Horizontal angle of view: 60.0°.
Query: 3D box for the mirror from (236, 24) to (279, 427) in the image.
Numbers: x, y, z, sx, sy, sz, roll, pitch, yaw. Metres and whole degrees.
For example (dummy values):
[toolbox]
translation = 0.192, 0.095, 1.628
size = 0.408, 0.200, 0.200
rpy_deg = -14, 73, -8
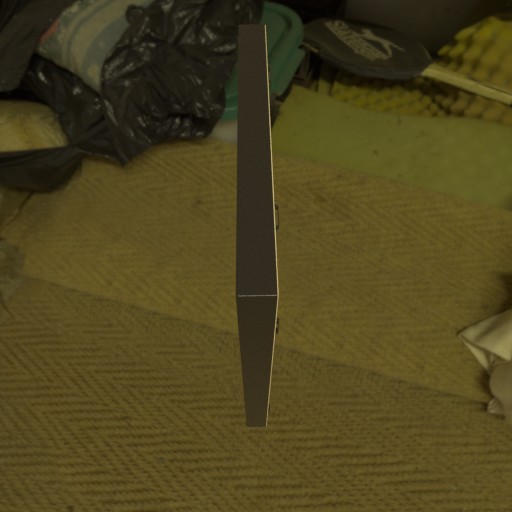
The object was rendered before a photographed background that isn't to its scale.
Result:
[mirror]
translation = 0.000, 0.000, 0.694
size = 0.041, 0.509, 0.406
rpy_deg = -1, 57, 0
